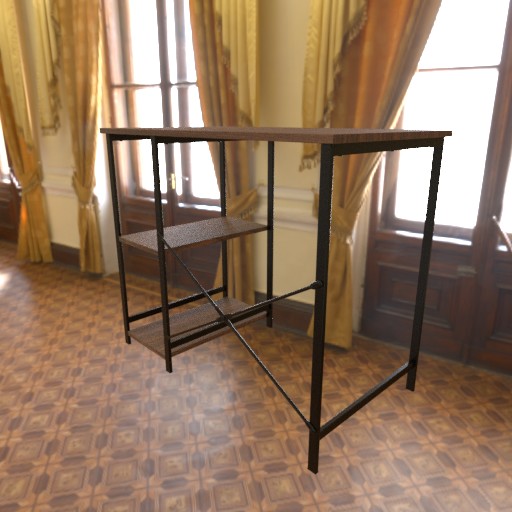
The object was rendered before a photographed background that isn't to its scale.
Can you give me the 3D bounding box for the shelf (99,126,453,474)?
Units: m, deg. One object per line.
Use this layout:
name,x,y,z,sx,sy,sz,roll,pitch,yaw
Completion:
shelf,0.000,0.000,1.360,0.498,0.750,0.902,-16,23,-42
